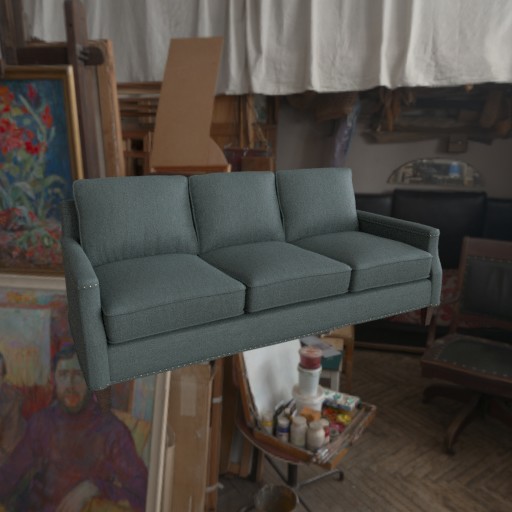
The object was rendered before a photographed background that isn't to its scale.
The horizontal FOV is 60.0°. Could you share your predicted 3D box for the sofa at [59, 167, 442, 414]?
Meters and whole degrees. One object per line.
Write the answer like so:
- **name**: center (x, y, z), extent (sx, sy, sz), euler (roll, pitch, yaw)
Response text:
- **sofa**: center (0.000, 0.000, 2.818), extent (2.246, 1.003, 1.084), euler (-8, 17, -27)
